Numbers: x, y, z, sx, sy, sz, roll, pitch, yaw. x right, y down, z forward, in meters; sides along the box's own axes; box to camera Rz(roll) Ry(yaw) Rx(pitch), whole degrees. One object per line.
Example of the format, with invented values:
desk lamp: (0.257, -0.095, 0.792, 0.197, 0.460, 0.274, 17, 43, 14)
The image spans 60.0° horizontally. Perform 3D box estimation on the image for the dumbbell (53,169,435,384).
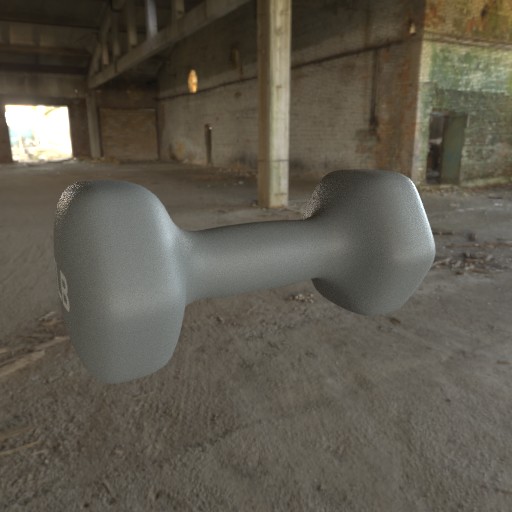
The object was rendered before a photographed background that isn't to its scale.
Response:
dumbbell: (0.000, 0.000, 0.224, 0.184, 0.081, 0.090, -8, 17, -28)
